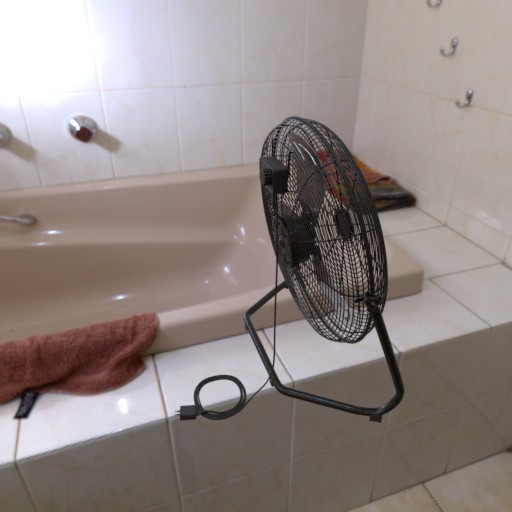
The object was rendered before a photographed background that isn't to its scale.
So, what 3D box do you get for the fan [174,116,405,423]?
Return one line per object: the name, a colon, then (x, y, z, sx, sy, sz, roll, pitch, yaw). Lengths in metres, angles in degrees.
fan: (0.000, 0.000, 0.923, 0.424, 0.546, 0.555, -9, 31, -15)
